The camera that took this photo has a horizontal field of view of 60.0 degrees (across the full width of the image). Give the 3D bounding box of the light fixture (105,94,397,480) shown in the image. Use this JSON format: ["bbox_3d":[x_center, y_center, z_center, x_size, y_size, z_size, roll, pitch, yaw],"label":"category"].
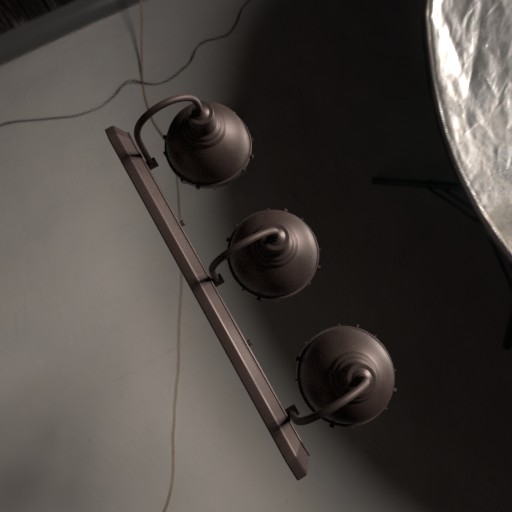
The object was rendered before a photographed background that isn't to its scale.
[{"bbox_3d":[0.000,0.000,0.713,0.229,0.254,0.634,-29,79,-6],"label":"light fixture"}]
